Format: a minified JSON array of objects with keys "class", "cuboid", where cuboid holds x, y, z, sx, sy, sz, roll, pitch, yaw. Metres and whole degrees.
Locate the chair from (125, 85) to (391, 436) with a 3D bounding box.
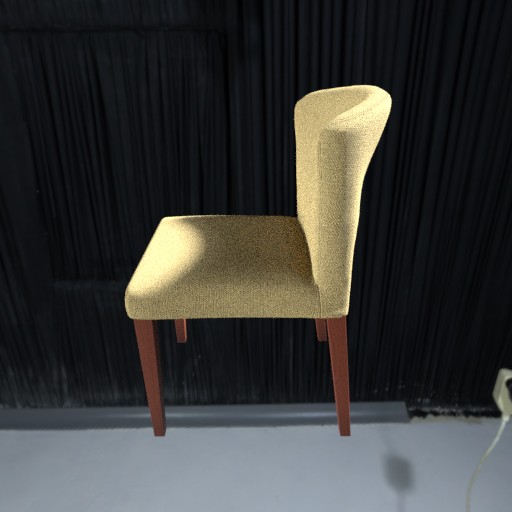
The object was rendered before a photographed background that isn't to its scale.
[{"class":"chair","cuboid":[0.000,0.000,1.176,0.589,0.839,0.491,0,25,-1]}]
